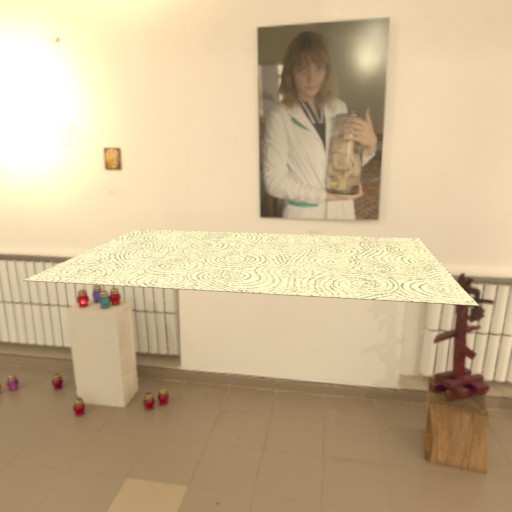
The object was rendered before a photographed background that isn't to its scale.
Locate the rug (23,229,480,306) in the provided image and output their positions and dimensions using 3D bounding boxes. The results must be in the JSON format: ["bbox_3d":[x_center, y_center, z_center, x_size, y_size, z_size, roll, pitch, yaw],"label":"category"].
[{"bbox_3d":[0.000,0.000,3.056,2.439,0.005,1.524,2,15,9],"label":"rug"}]
